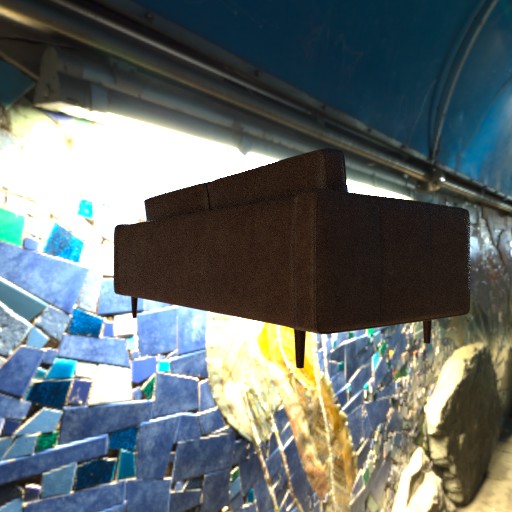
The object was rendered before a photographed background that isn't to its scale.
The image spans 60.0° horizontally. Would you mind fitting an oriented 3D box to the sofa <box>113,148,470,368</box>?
[{"bbox_3d":[0.000,0.000,2.327,0.910,0.760,1.870,0,0,-36],"label":"sofa"}]
